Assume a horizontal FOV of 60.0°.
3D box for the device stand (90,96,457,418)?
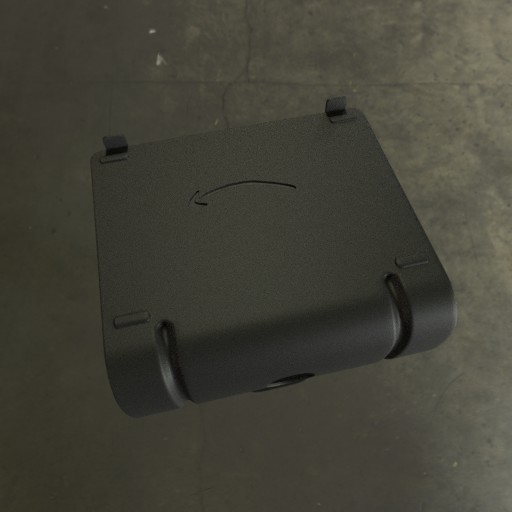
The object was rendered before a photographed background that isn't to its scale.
[{"bbox_3d":[0.000,0.000,0.401,0.256,0.155,0.236,-11,64,-6],"label":"device stand"}]
